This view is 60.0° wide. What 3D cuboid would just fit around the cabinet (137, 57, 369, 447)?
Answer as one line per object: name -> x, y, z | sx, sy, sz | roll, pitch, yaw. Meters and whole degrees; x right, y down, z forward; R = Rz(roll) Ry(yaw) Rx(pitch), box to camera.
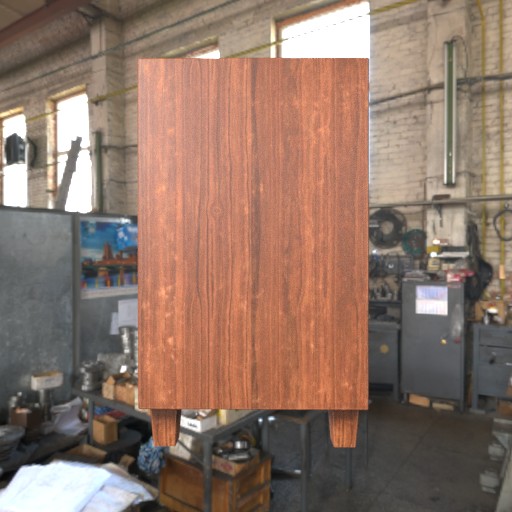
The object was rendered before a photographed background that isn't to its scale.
cabinet -> 0.000, 0.000, 1.075 | 0.410, 0.695, 0.607 | 0, 0, 1
